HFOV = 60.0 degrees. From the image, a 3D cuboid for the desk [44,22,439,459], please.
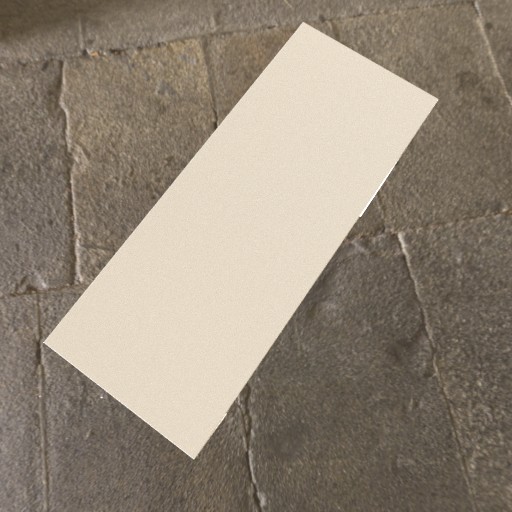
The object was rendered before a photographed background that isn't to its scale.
[{"bbox_3d":[0.000,0.000,1.399,0.400,0.790,1.000,34,78,8],"label":"desk"}]
